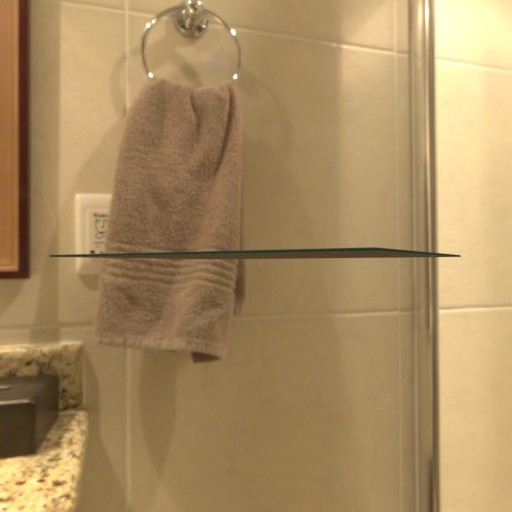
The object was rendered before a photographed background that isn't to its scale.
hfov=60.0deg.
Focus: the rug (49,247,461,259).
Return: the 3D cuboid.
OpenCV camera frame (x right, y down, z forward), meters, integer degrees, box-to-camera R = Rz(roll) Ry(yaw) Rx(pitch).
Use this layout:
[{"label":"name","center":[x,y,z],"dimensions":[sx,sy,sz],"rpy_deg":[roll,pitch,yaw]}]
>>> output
[{"label":"rug","center":[0.000,0.000,2.936],"dimensions":[2.213,0.013,1.594],"rpy_deg":[-1,-1,35]}]
